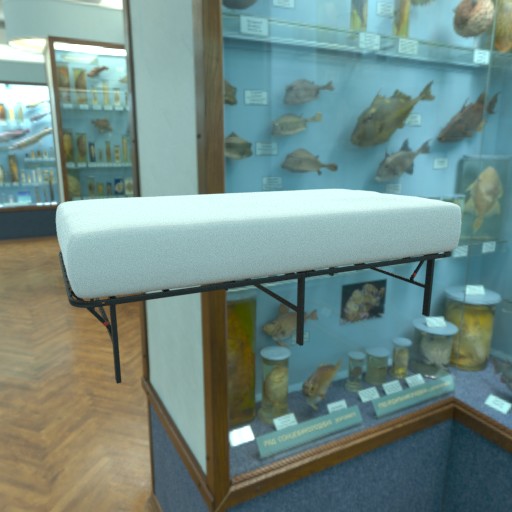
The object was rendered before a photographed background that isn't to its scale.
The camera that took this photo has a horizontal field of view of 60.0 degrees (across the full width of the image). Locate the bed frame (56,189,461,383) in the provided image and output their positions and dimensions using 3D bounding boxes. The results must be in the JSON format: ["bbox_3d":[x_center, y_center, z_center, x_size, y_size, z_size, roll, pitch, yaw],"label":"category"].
[{"bbox_3d":[0.000,0.000,2.375,1.908,0.640,1.025,-6,15,-25],"label":"bed frame"}]
